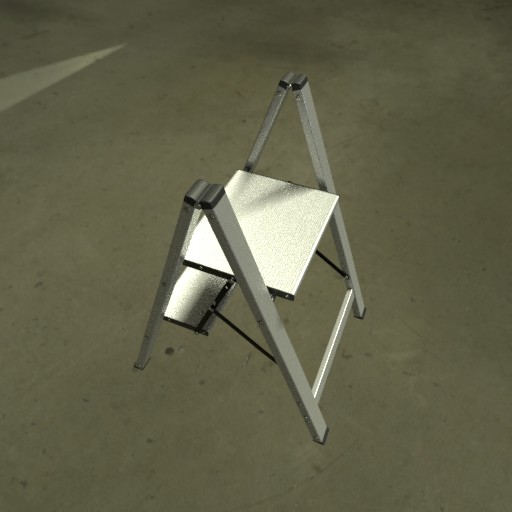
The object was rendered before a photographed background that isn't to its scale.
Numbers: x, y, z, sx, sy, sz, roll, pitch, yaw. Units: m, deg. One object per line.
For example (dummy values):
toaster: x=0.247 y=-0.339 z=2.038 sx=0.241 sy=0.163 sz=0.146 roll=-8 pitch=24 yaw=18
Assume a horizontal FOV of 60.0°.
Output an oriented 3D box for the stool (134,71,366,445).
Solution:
stool: x=0.000 y=0.000 z=1.014 sx=0.535 sy=0.670 sz=0.440 roll=17 pitch=49 yaw=15
